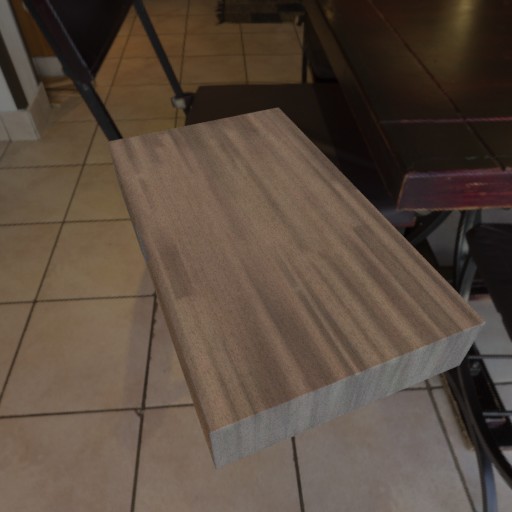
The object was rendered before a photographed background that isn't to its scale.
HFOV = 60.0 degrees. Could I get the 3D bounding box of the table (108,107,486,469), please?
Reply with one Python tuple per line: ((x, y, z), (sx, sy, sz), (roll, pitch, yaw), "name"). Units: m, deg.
((0.000, 0.000, 1.363), (0.643, 0.347, 1.088), (-17, 47, -16), "table")
